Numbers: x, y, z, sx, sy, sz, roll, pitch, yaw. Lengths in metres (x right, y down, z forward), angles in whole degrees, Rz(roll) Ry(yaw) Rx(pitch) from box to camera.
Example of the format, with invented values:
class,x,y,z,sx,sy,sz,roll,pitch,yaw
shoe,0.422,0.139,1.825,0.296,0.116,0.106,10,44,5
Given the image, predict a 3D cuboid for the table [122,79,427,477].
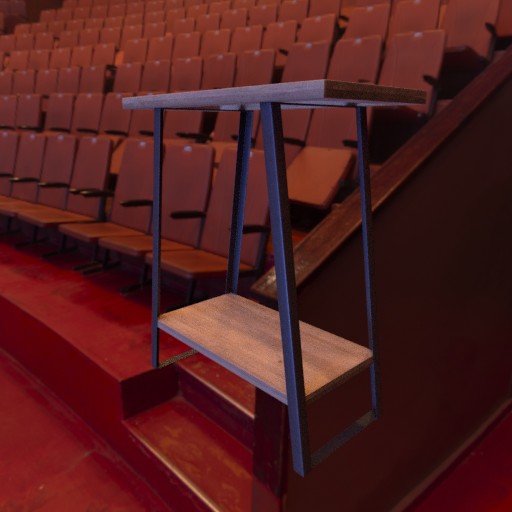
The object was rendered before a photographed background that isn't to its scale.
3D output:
class,x,y,z,sx,sy,sz,roll,pitch,yaw
table,0.000,0.000,1.022,0.300,0.701,0.599,-15,22,-41
